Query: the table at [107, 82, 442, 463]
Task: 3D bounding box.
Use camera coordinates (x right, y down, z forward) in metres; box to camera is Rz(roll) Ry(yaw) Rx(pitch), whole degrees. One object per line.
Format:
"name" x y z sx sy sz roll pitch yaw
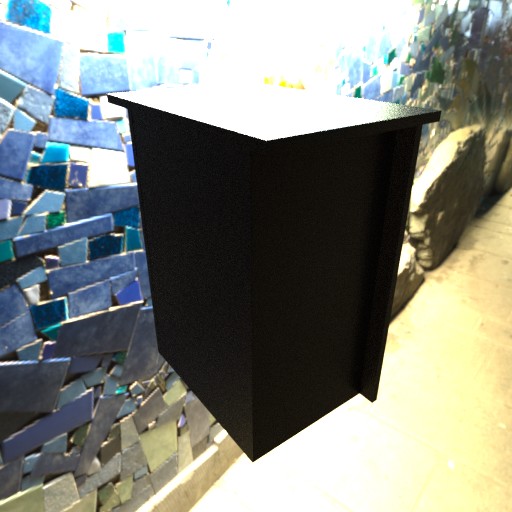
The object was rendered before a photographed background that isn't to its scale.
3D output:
"table" 0.000 0.000 1.068 0.408 0.711 0.589 -19 33 -32
